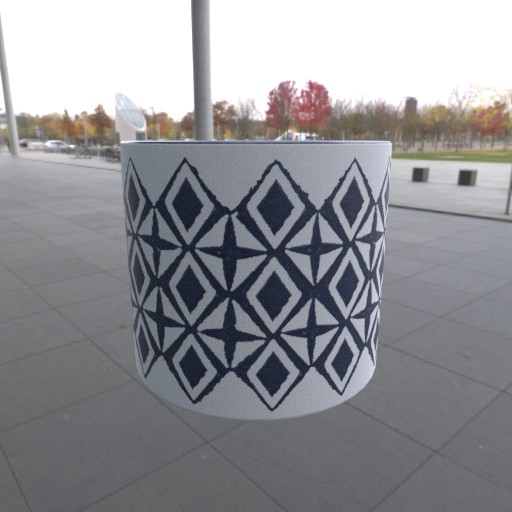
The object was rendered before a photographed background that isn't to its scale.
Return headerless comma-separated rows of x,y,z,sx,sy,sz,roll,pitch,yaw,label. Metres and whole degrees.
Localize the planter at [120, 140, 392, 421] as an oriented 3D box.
0.000,0.000,0.404,0.224,0.203,0.224,0,15,0,planter
